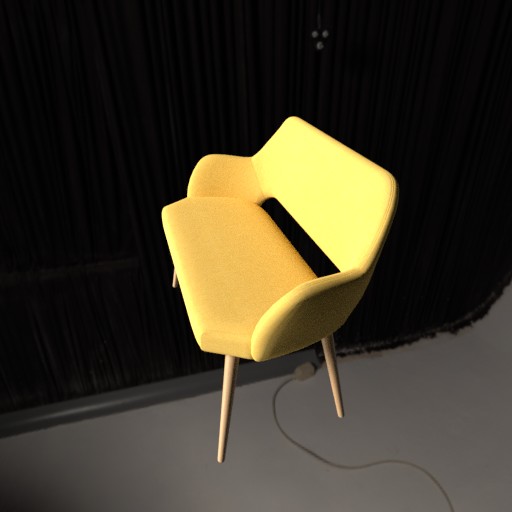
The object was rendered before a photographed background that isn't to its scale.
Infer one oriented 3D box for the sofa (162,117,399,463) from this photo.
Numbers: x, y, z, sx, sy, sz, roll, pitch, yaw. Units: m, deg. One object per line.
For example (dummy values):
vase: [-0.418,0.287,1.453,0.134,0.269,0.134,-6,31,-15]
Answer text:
sofa: [0.000,0.000,1.679,0.610,0.840,1.150,-9,31,-15]
